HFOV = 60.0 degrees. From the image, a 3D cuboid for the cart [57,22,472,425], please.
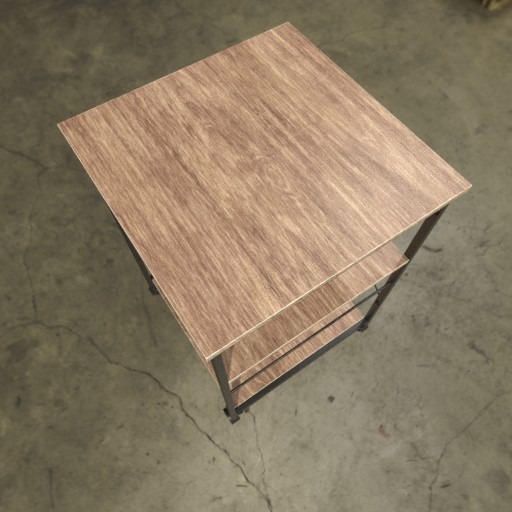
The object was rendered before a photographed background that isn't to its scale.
[{"bbox_3d":[0.000,0.000,1.109,0.520,0.762,0.521,-31,66,-15],"label":"cart"}]
